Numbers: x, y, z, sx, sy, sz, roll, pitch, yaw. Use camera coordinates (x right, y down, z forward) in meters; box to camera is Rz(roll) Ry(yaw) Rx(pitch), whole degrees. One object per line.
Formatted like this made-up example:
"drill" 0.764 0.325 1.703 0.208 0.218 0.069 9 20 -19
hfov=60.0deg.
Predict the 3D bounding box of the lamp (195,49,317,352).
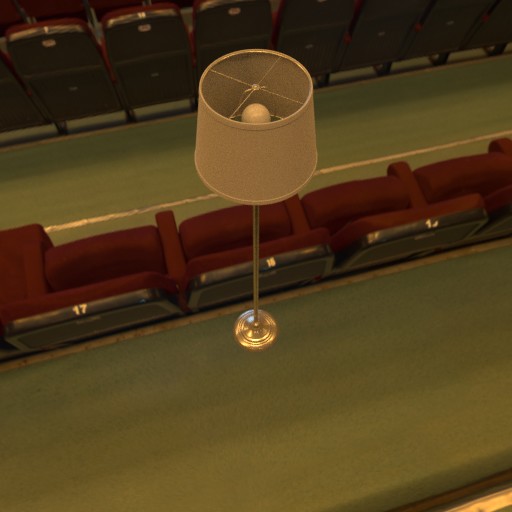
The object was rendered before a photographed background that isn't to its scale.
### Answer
"lamp" 0.000 0.000 1.637 0.327 1.506 0.327 -14 60 -8
